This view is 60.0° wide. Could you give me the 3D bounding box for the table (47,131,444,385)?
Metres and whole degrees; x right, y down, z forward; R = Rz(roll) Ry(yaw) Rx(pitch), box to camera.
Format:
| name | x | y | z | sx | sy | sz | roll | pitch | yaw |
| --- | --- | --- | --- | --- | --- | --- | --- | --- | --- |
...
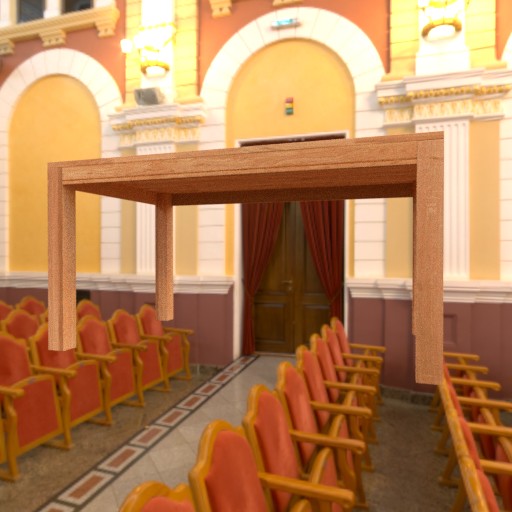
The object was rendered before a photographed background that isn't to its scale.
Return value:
| name | x | y | z | sx | sy | sz | roll | pitch | yaw |
| --- | --- | --- | --- | --- | --- | --- | --- | --- | --- |
| table | 0.000 | 0.000 | 2.005 | 1.500 | 0.770 | 0.900 | 0 | 1 | 19 |
